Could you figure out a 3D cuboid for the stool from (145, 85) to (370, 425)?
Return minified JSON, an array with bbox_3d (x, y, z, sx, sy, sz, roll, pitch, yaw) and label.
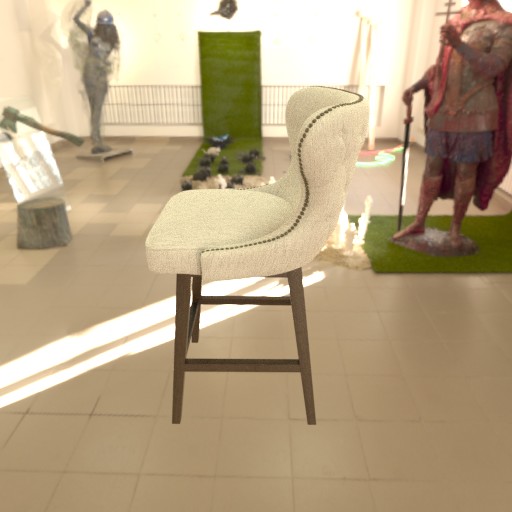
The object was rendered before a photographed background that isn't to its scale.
[{"bbox_3d":[0.000,0.000,1.402,0.597,0.972,0.615,0,25,1],"label":"stool"}]
